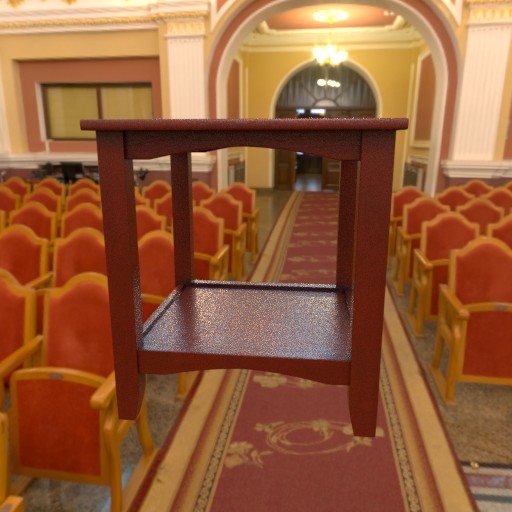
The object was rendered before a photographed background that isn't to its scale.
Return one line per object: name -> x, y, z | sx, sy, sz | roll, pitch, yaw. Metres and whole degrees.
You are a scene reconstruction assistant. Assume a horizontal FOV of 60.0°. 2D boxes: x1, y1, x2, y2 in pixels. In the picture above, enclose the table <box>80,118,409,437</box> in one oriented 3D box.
table -> 0.000, 0.000, 0.979 | 0.523, 0.558, 0.522 | 2, 15, 9
